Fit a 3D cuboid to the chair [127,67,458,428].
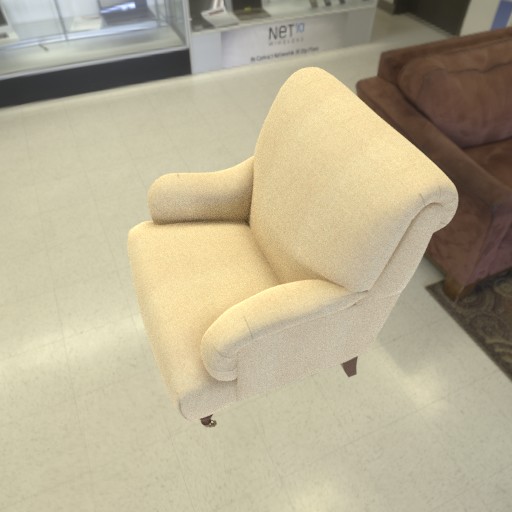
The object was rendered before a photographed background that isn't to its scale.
[{"bbox_3d":[0.000,0.000,1.520,0.842,0.944,0.766,-16,49,-15],"label":"chair"}]
